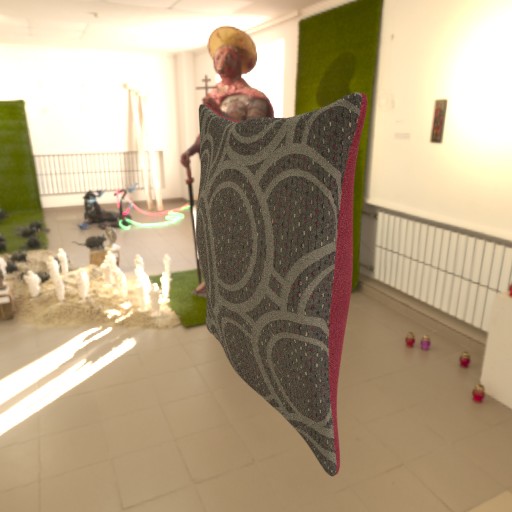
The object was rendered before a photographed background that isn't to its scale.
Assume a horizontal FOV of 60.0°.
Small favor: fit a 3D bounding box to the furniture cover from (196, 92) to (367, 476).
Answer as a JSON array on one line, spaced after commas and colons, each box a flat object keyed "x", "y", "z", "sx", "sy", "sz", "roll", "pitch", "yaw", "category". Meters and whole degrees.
[{"x": 0.000, "y": 0.000, "z": 0.769, "sx": 0.163, "sy": 0.513, "sz": 0.514, "roll": -8, "pitch": 20, "yaw": -25, "category": "furniture cover"}]
